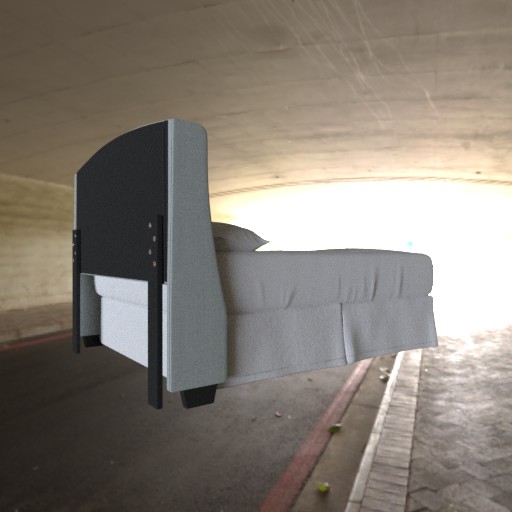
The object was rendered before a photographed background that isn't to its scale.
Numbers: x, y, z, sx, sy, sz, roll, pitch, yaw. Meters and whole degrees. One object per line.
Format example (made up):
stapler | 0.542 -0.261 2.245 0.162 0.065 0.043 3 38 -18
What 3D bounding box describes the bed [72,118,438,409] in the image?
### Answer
bed | 0.000 0.000 3.309 2.237 1.407 1.710 0 0 -36
